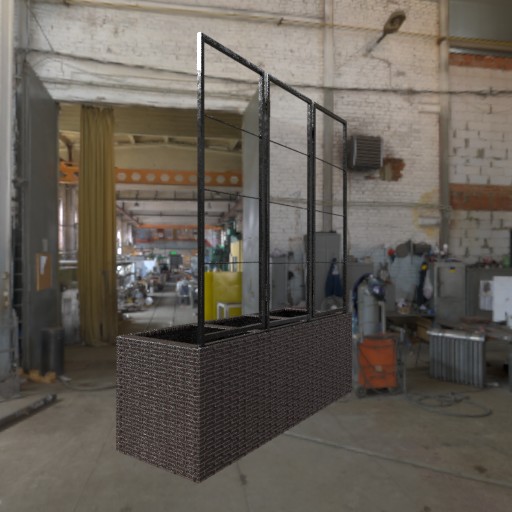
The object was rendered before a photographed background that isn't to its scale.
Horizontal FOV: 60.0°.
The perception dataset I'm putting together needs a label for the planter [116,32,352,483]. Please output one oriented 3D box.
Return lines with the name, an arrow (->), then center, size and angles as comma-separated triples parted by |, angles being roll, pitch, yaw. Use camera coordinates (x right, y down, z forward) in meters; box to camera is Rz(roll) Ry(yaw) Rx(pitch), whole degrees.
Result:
planter -> 0.000, 0.000, 1.167 | 0.244, 0.841, 0.699 | 0, -1, 35
